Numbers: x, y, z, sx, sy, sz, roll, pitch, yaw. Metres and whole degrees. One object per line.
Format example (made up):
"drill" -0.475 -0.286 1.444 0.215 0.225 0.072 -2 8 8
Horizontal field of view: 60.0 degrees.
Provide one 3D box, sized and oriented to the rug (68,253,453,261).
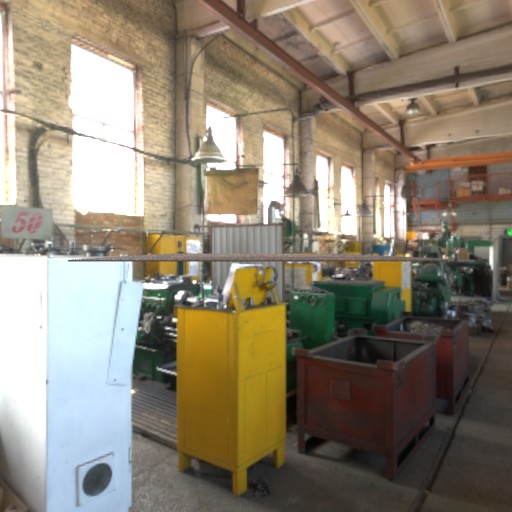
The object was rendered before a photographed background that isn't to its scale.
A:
"rug" 0.000 0.000 2.944 1.609 0.013 2.214 0 1 -1
